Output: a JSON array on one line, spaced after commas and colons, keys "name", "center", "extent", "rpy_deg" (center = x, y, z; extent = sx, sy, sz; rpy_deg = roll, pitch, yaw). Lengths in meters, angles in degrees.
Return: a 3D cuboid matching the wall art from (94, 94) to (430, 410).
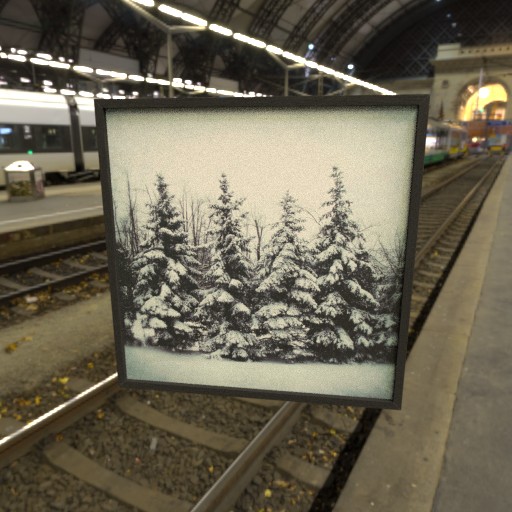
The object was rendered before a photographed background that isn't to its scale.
[{"name": "wall art", "center": [0.000, 0.000, 0.454], "extent": [0.305, 0.305, 0.037], "rpy_deg": [2, 15, 8]}]
